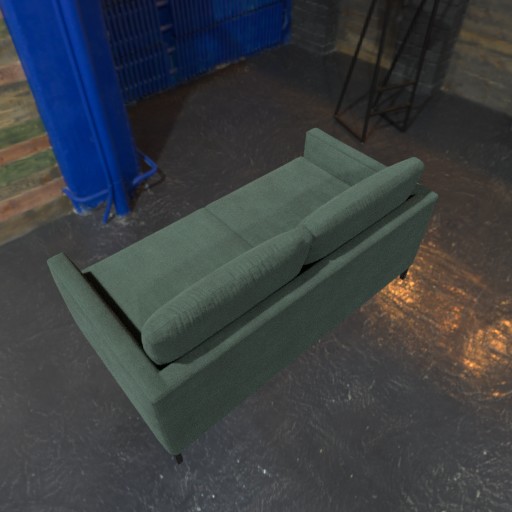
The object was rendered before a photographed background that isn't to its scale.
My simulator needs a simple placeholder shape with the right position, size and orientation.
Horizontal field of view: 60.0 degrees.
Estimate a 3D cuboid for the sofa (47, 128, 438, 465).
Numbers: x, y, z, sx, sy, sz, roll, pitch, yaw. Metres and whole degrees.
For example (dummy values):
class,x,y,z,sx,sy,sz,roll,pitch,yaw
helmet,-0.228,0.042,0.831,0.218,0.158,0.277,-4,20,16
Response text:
class,x,y,z,sx,sy,sz,roll,pitch,yaw
sofa,0.000,0.000,2.183,1.676,0.817,0.875,-32,54,-27
